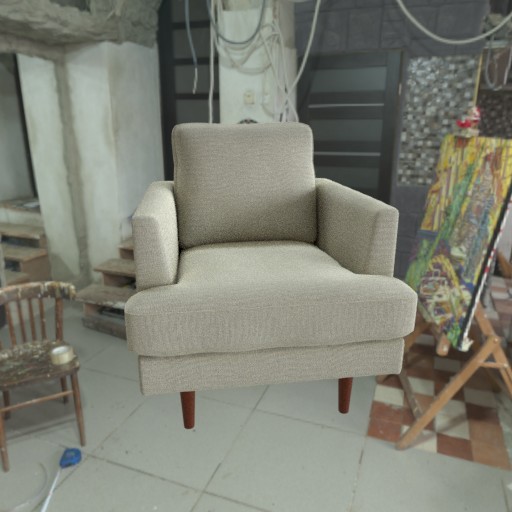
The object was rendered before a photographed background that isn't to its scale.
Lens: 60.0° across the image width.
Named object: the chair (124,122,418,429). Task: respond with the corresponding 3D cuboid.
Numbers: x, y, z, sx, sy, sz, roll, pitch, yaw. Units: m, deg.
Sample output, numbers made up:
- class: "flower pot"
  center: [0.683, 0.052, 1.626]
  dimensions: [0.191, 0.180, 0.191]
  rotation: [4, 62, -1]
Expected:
- class: "chair"
  center: [0.000, 0.000, 1.655]
  dimensions: [0.858, 0.957, 0.899]
  rotation: [-3, 17, -8]
